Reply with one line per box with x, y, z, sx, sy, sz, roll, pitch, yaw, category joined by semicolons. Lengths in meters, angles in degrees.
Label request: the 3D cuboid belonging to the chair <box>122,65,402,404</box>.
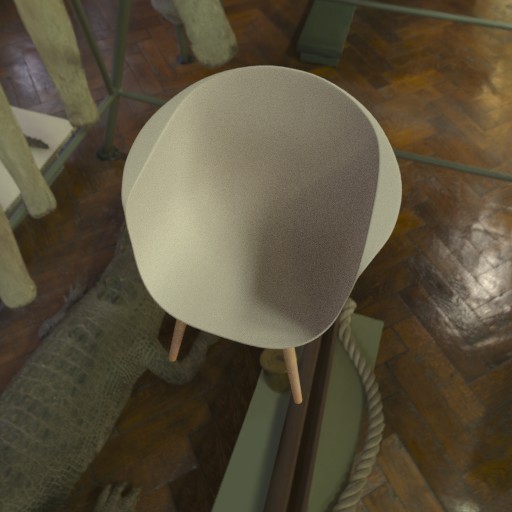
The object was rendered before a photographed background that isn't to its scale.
0.000;0.000;1.172;0.593;0.781;0.504;16;59;10;chair
